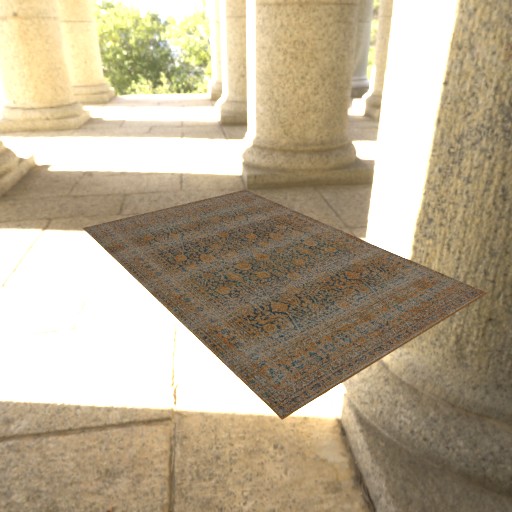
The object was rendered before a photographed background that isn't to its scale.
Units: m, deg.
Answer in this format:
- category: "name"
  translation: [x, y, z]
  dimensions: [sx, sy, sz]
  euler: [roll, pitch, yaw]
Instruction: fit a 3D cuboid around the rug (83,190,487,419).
- category: "rug"
  translation: [0.000, 0.000, 2.936]
  dimensions: [1.525, 0.007, 2.336]
  euler: [-19, 32, -33]
